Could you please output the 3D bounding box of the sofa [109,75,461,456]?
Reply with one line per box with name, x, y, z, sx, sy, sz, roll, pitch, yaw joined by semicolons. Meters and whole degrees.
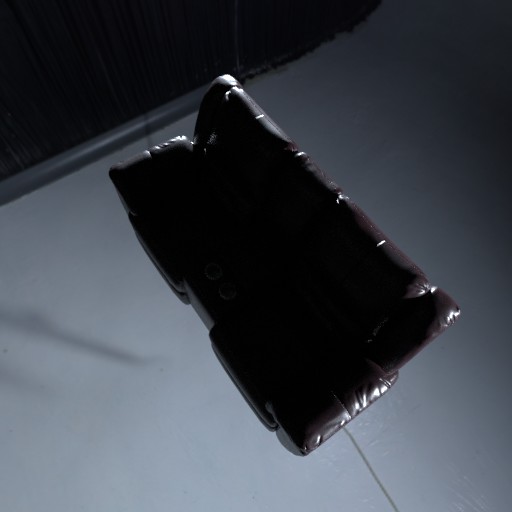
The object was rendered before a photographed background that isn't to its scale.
sofa;0.000;0.000;2.633;0.991;1.043;2.058;-32;67;-16
